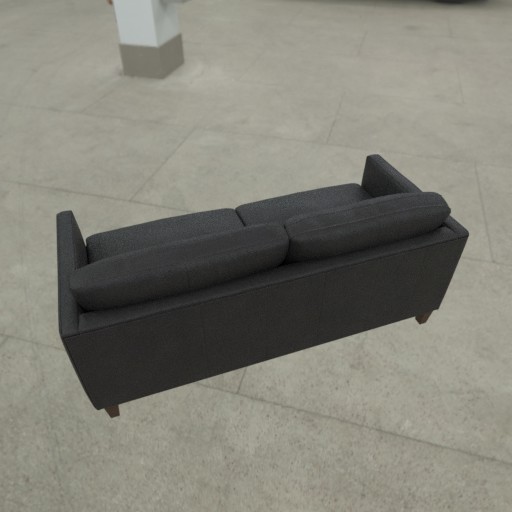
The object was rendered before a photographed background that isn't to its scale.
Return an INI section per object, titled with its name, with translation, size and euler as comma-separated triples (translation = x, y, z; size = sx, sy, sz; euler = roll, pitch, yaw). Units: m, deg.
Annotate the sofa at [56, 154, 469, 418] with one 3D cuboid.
[sofa]
translation = 0.000, 0.000, 2.448
size = 1.971, 0.863, 0.933
euler = -13, 42, -15
